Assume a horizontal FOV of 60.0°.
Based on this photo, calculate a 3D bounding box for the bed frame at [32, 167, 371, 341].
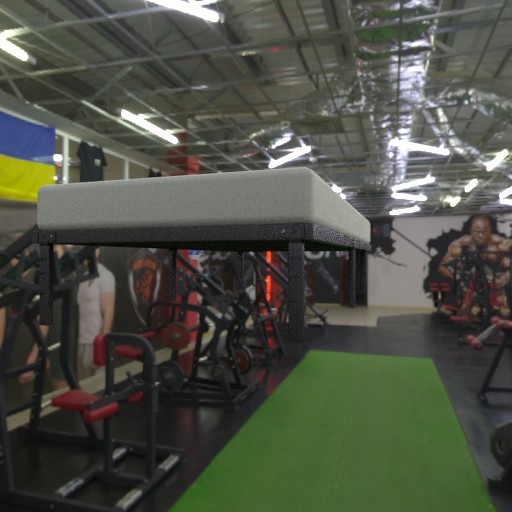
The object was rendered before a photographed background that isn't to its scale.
[{"bbox_3d":[0.000,0.000,3.154,1.393,0.680,2.635,0,0,19],"label":"bed frame"}]
